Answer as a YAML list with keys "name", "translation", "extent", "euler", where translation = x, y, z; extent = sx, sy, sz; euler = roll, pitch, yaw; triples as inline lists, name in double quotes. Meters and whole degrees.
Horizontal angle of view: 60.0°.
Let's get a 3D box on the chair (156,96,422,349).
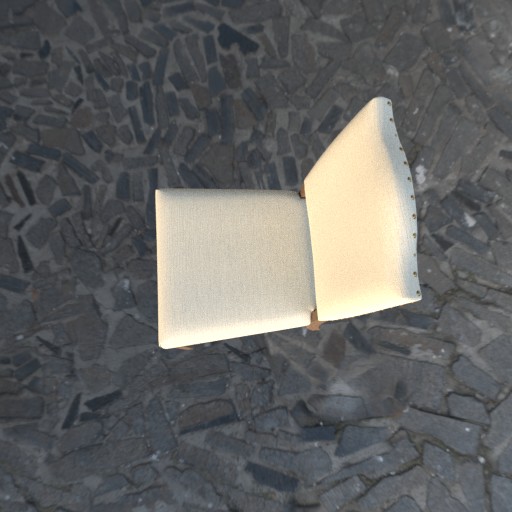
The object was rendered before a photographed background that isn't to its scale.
- name: "chair"
  translation: [0.000, 0.000, 1.342]
  extent: [0.619, 1.015, 0.508]
  euler: [-4, 77, -1]
